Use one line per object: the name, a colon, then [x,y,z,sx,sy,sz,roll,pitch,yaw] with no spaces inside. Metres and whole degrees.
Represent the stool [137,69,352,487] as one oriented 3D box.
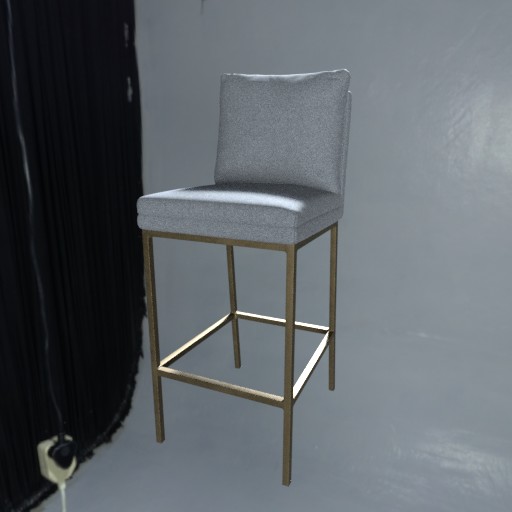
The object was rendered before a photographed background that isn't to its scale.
stool: [0.000,0.000,1.393,0.463,1.130,0.569,7,17,24]
